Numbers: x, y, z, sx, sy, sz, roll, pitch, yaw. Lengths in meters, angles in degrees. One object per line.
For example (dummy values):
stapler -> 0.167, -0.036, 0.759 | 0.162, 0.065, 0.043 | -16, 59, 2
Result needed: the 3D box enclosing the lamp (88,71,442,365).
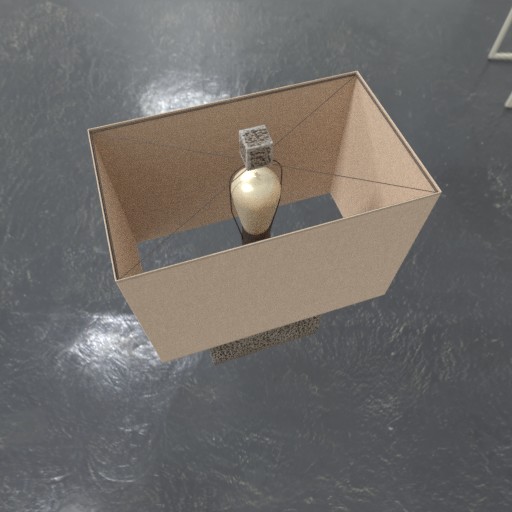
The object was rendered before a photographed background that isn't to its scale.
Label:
lamp -> 0.000, 0.000, 0.571 | 0.294, 0.411, 0.180 | -16, 60, -9
